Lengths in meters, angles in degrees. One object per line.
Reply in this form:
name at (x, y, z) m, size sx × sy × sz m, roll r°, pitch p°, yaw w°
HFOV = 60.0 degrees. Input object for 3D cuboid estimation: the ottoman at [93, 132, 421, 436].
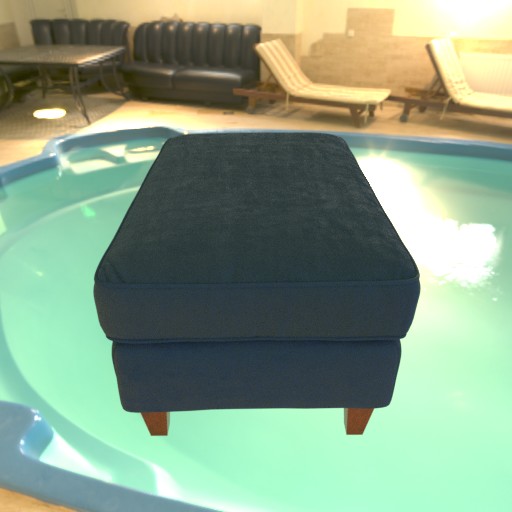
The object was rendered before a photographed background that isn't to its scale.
ottoman at (0.000, 0.000, 1.200) m, size 0.583 × 0.484 × 0.862 m, roll 0°, pitch 32°, yaw 0°
